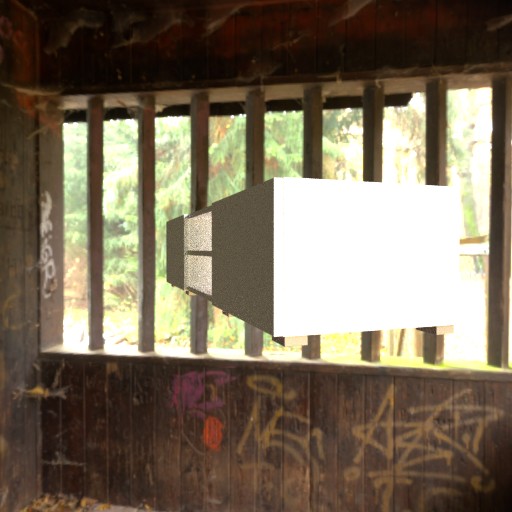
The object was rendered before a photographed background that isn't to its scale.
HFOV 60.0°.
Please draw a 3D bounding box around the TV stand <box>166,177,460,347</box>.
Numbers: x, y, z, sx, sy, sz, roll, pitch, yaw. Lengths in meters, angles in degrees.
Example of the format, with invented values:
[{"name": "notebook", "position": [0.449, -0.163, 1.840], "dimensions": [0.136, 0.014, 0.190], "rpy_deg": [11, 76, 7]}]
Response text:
[{"name": "TV stand", "position": [0.000, 0.000, 1.528], "dimensions": [0.420, 0.310, 1.400], "rpy_deg": [0, 1, -19]}]
